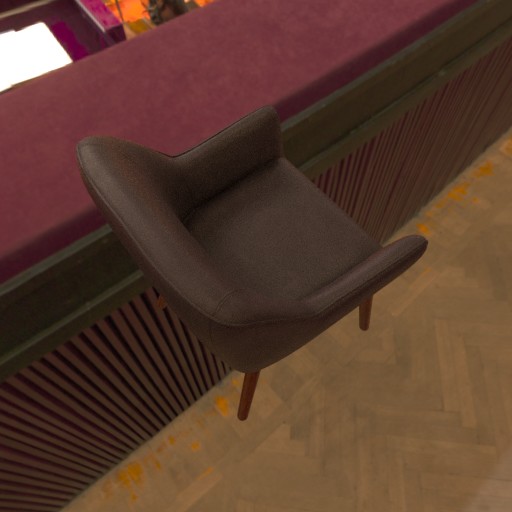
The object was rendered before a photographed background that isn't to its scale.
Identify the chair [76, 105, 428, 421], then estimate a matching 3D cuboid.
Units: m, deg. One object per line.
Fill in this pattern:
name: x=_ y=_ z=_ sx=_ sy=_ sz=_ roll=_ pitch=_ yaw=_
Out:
chair: x=0.000 y=0.000 z=1.213 sx=0.610 sy=0.828 sz=0.610 roll=-34 pitch=65 yaw=-18
